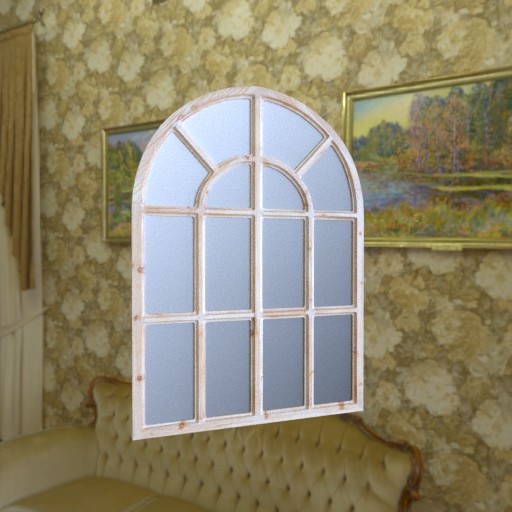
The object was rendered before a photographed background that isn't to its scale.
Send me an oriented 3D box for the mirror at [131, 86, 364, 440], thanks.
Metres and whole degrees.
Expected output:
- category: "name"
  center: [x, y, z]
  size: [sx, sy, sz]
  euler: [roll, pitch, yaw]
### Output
- category: "mirror"
  center: [0.000, 0.000, 1.222]
  size: [0.660, 0.920, 0.032]
  euler: [0, 1, -18]
